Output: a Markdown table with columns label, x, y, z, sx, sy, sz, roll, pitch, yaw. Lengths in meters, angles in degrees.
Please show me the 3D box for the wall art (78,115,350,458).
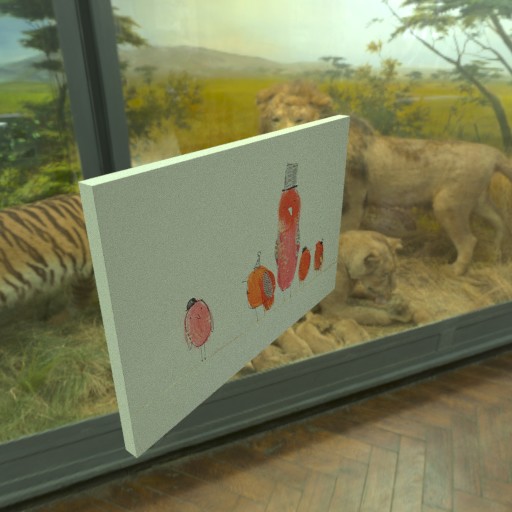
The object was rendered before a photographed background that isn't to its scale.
| label | x | y | z | sx | sy | sz | roll | pitch | yaw |
| --- | --- | --- | --- | --- | --- | --- | --- | --- | --- |
| wall art | 0.000 | 0.000 | 1.169 | 0.038 | 0.609 | 0.914 | 18 | 31 | 33 |
